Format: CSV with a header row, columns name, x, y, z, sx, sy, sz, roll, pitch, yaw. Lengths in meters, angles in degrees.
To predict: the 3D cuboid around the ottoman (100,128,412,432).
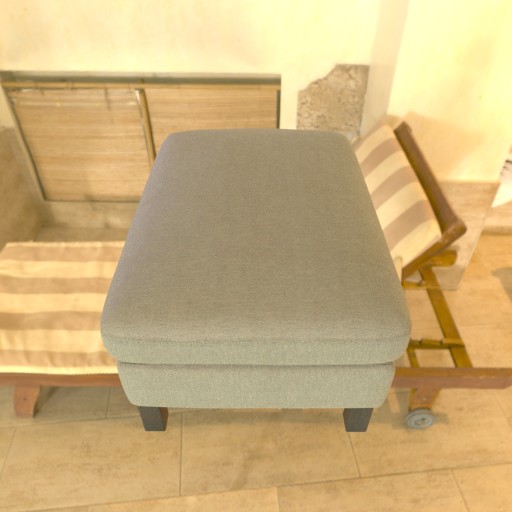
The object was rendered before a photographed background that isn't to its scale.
name,x,y,z,sx,sy,sz,roll,pitch,yaw
ottoman,0.000,0.000,1.057,0.528,0.404,0.735,0,41,0
